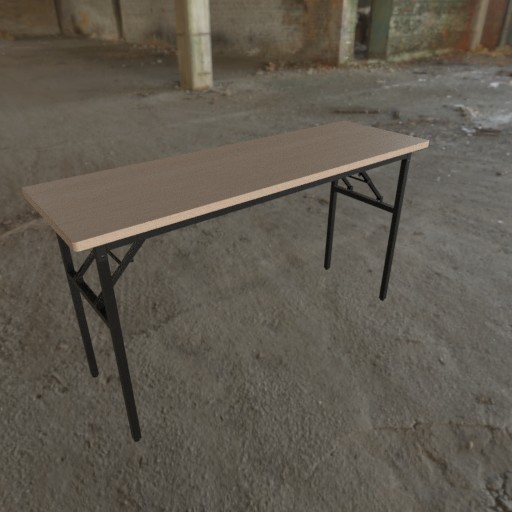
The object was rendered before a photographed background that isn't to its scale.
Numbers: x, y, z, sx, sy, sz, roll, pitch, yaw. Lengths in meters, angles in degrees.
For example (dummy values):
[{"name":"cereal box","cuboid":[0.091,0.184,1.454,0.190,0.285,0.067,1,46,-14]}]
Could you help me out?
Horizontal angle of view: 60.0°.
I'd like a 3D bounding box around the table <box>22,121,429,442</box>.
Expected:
[{"name":"table","cuboid":[0.000,0.000,1.701,1.397,0.750,0.447,-21,36,-33]}]
